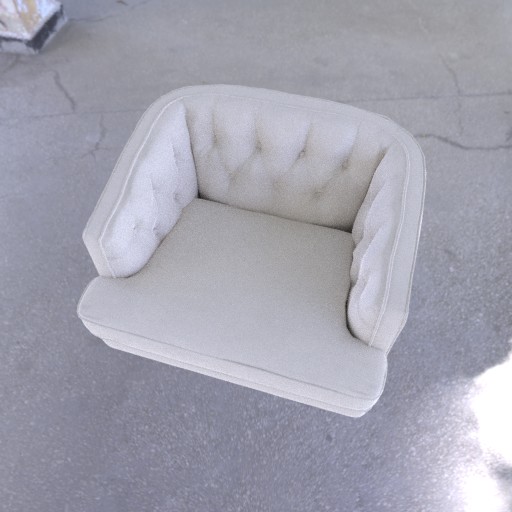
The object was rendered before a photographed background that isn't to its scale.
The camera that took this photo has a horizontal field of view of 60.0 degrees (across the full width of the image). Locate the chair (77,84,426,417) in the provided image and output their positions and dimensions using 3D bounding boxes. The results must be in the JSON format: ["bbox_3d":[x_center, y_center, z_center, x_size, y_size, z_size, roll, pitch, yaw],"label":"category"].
[{"bbox_3d":[0.000,0.000,1.744,1.104,0.852,0.941,14,57,9],"label":"chair"}]
